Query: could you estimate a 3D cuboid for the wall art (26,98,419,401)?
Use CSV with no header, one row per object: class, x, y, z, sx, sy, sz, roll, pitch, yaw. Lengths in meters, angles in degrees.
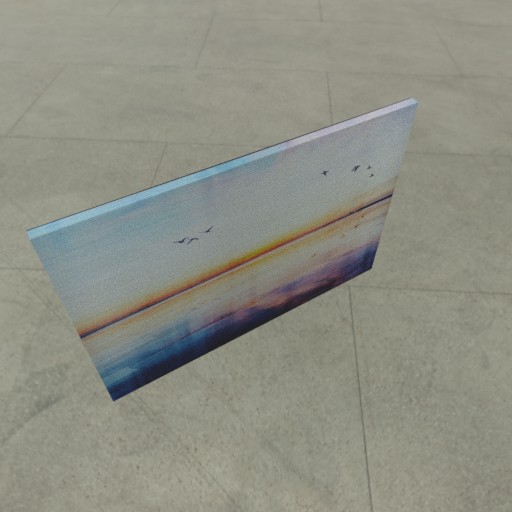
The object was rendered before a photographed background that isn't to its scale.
wall art,0.000,0.000,0.754,0.604,0.402,0.018,-24,51,-21
